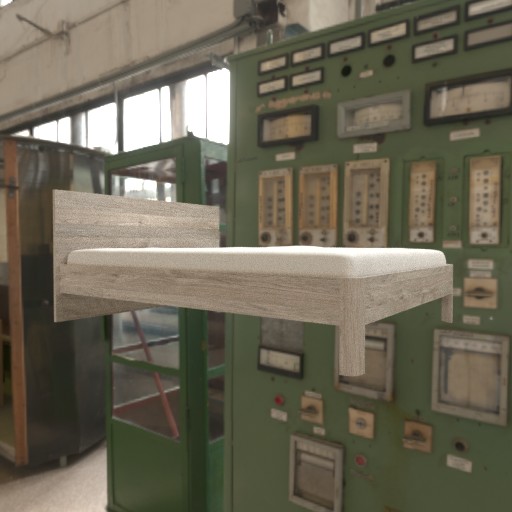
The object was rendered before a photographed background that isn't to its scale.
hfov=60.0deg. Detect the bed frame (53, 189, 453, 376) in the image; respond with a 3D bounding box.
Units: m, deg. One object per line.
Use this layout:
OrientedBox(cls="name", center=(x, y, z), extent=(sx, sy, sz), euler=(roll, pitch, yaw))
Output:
OrientedBox(cls="bed frame", center=(0.000, 0.000, 2.702), extent=(1.950, 0.800, 1.490), euler=(1, 2, 37))
